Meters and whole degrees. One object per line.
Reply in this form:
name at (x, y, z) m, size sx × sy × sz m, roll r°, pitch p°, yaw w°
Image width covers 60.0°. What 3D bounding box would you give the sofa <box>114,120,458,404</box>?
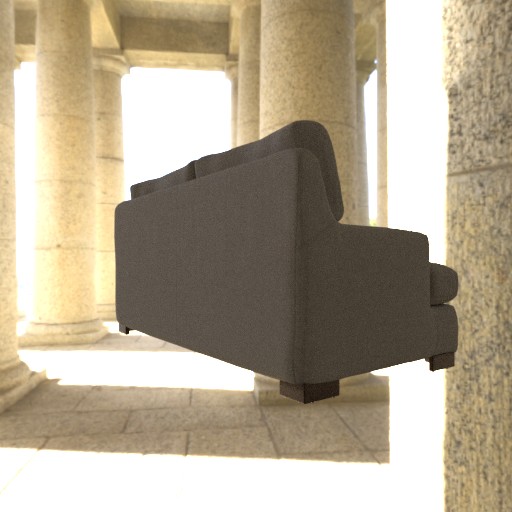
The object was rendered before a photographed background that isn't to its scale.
sofa at (0.000, 0.000, 2.414) m, size 0.962 × 0.980 × 1.855 m, roll 0°, pitch -1°, yaw -36°
